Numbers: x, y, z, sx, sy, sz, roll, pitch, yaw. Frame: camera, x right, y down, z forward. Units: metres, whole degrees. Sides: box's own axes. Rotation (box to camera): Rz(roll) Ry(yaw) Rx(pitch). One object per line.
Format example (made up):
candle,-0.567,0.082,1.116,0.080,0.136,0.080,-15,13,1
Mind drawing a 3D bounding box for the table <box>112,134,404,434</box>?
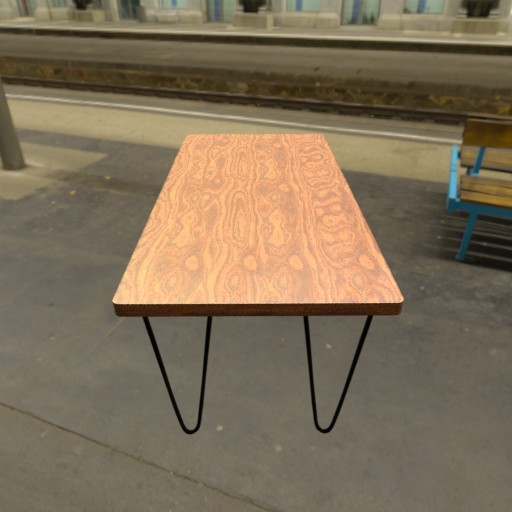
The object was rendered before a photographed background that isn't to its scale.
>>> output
table,0.000,0.000,2.282,0.883,0.753,1.791,0,31,0
